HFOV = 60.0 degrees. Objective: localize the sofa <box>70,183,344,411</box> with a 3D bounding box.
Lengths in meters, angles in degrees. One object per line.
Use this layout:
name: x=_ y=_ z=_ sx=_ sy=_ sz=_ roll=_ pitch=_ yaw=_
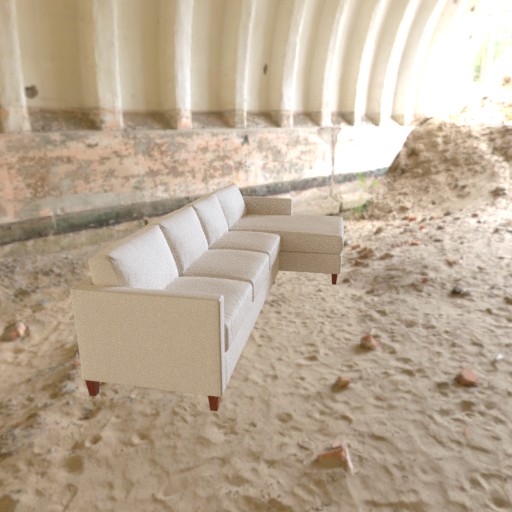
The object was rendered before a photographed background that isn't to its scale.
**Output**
sofa: x=0.000 y=0.000 z=4.146 sx=1.606 sy=0.954 sz=3.471 roll=3 pitch=17 yaw=11
